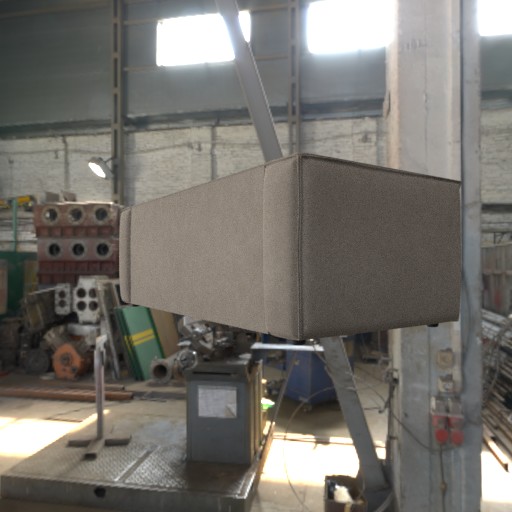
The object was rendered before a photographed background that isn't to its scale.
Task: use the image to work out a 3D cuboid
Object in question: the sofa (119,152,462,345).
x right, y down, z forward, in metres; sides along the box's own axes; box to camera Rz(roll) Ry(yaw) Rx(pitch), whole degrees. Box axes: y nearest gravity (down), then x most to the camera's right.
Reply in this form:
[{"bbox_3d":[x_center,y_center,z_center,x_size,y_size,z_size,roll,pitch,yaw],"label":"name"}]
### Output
[{"bbox_3d":[0.000,0.000,2.572,1.038,0.680,1.995,1,-1,-34],"label":"sofa"}]
